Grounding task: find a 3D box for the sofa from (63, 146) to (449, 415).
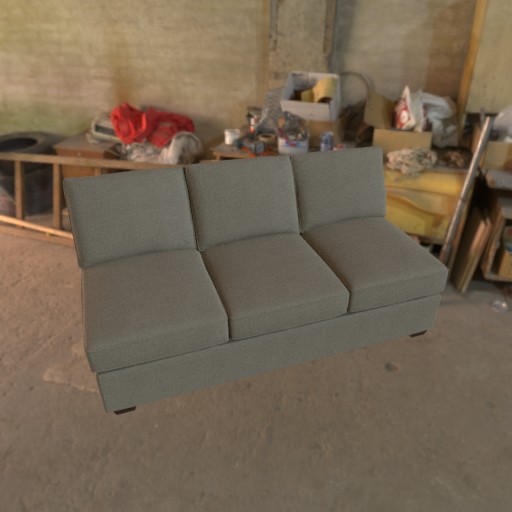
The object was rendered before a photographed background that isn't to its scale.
[{"bbox_3d":[0.000,0.000,2.769,2.092,1.036,1.127,-10,33,-16],"label":"sofa"}]
